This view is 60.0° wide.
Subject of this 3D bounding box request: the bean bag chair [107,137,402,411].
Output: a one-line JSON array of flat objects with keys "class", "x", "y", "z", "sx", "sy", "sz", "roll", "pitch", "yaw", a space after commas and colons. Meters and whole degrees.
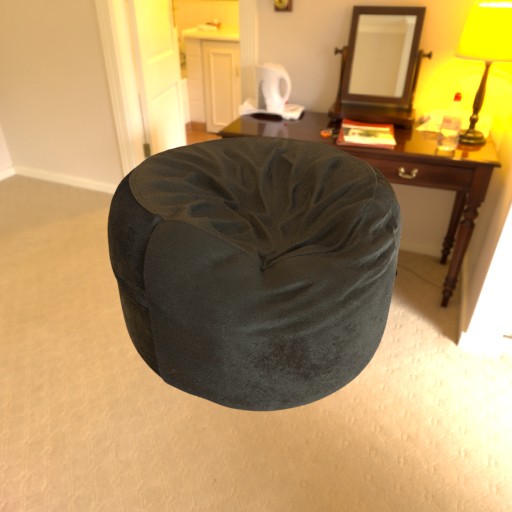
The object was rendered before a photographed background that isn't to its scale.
[{"class": "bean bag chair", "x": 0.000, "y": 0.000, "z": 1.489, "sx": 0.918, "sy": 0.605, "sz": 0.918, "roll": 0, "pitch": 32, "yaw": 0}]
